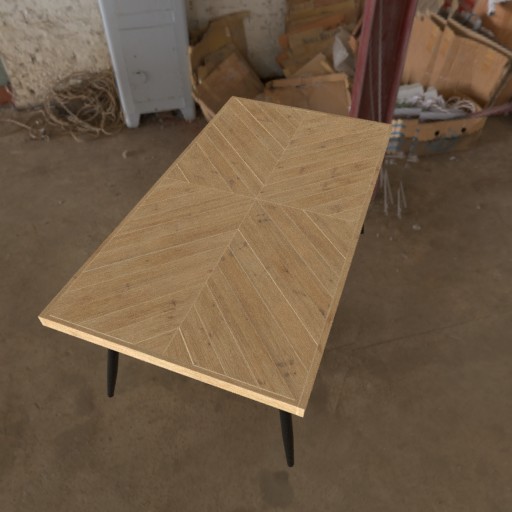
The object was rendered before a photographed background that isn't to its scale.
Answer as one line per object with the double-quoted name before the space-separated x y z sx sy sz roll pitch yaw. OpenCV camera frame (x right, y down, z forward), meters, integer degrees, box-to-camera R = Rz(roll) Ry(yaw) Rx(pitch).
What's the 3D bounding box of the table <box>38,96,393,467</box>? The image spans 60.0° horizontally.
"table" 0.000 0.000 2.326 0.991 0.762 1.803 15 48 14
